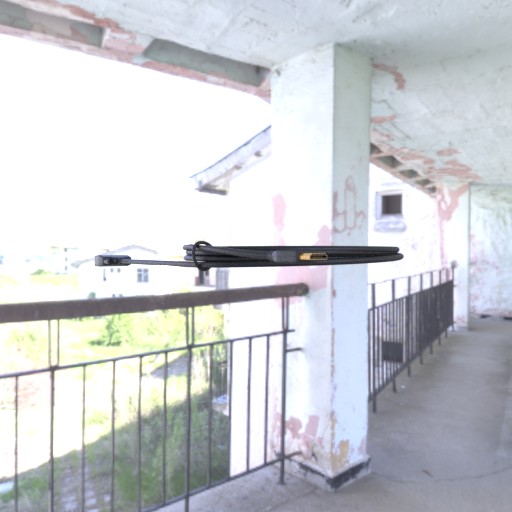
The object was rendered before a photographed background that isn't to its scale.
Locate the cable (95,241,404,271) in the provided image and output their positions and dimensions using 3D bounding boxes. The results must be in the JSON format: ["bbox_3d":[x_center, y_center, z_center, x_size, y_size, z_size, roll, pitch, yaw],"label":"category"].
[{"bbox_3d":[0.000,0.000,0.527,0.257,0.030,0.422,0,1,-36],"label":"cable"}]
